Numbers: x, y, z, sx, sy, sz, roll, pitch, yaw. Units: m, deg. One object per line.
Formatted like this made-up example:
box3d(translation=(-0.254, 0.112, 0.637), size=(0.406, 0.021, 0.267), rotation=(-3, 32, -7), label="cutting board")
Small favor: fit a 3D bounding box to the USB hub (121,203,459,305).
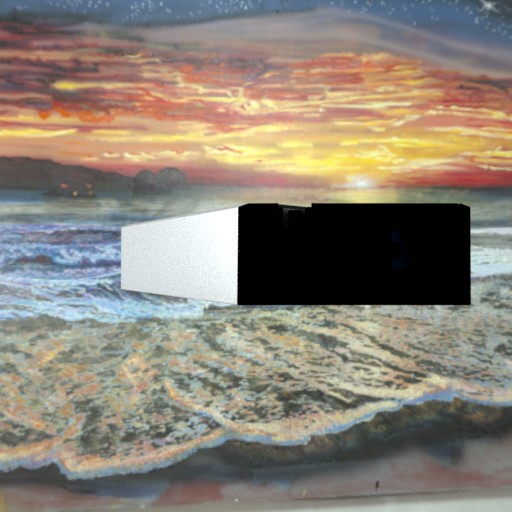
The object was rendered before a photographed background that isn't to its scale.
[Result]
box3d(translation=(0.000, 0.000, 0.131), size=(0.044, 0.023, 0.110), rotation=(1, -1, -37), label="USB hub")
